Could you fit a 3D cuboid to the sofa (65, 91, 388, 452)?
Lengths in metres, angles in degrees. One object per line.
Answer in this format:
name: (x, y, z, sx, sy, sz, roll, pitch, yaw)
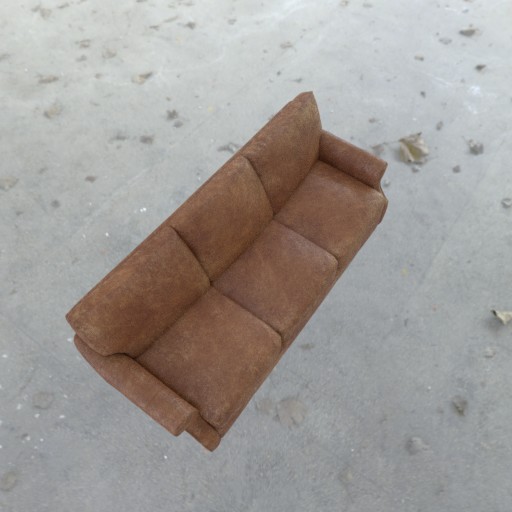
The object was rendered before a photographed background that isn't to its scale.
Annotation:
sofa: (0.000, 0.000, 2.939, 0.973, 0.977, 2.351, 32, 63, 18)
